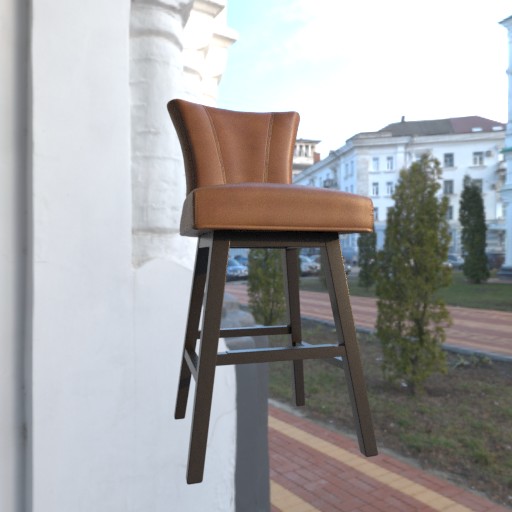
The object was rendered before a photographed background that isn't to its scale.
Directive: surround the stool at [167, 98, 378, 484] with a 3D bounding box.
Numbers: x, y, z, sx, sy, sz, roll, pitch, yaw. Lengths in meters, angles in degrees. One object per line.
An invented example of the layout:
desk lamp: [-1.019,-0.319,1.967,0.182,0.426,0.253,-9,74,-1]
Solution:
stool: [0.000,0.000,1.404,0.522,1.094,0.585,0,0,-17]
